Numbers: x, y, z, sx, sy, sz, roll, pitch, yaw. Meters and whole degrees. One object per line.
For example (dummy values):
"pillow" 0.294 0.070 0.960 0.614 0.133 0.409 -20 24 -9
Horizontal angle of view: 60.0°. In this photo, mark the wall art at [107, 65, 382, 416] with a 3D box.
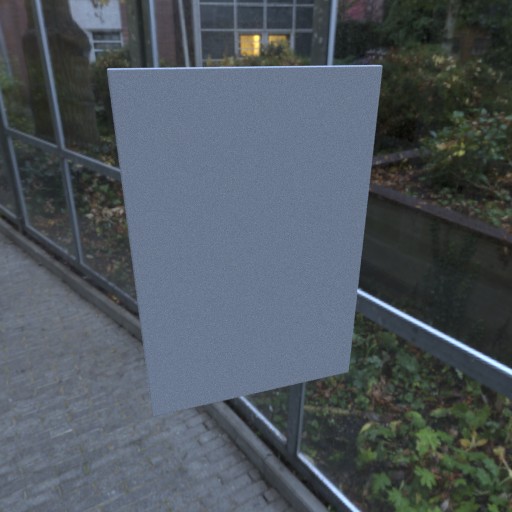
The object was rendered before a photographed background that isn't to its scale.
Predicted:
"wall art" 0.000 0.000 0.614 0.329 0.482 0.011 -8 26 -16
